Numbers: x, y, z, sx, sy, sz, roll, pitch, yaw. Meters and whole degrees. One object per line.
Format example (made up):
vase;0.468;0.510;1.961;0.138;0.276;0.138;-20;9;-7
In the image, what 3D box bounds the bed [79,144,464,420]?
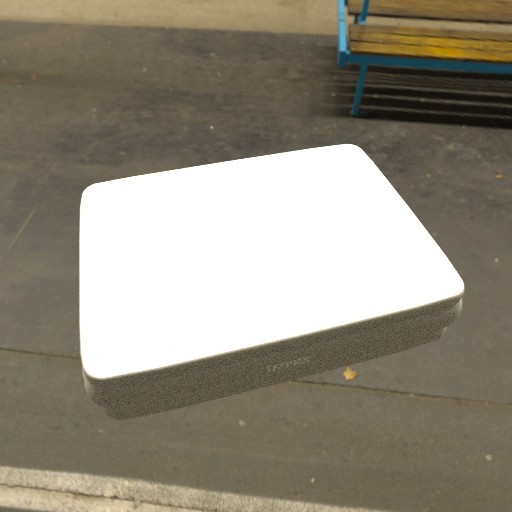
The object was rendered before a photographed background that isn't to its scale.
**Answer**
bed;0.000;0.000;2.700;2.036;0.460;1.520;-11;48;-10
